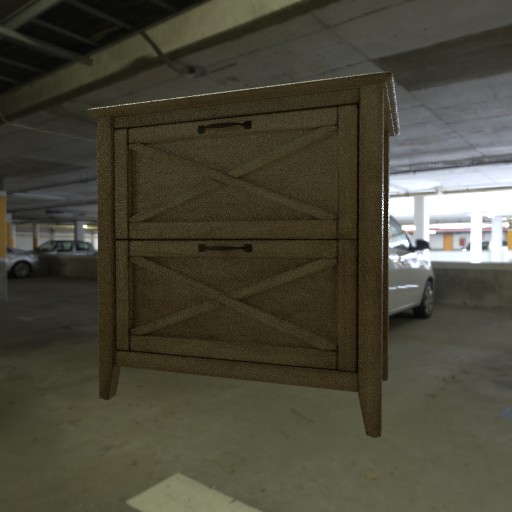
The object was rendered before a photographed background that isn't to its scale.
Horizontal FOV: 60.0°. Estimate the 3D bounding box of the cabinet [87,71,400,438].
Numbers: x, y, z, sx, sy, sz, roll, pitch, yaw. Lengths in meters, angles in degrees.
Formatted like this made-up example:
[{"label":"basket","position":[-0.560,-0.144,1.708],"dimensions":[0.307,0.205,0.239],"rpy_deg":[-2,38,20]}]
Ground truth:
[{"label":"cabinet","position":[0.000,0.000,1.262],"dimensions":[0.763,0.762,0.503],"rpy_deg":[0,1,20]}]
